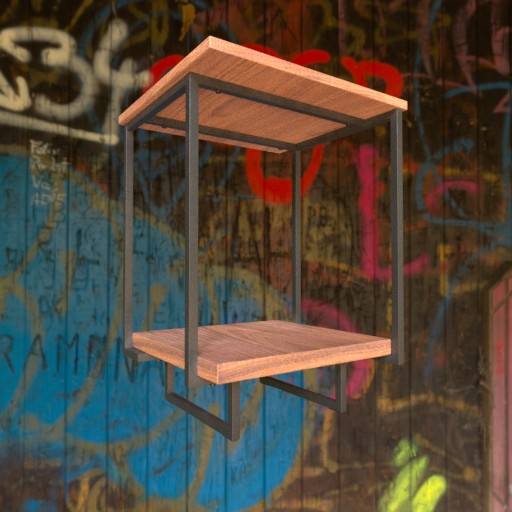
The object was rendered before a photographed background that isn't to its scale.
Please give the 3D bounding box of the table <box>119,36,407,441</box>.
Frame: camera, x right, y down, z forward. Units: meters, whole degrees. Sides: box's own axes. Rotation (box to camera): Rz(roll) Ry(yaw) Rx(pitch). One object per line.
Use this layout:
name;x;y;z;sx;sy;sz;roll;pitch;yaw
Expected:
table;0.000;0.000;0.849;0.411;0.567;0.384;1;-2;-35
